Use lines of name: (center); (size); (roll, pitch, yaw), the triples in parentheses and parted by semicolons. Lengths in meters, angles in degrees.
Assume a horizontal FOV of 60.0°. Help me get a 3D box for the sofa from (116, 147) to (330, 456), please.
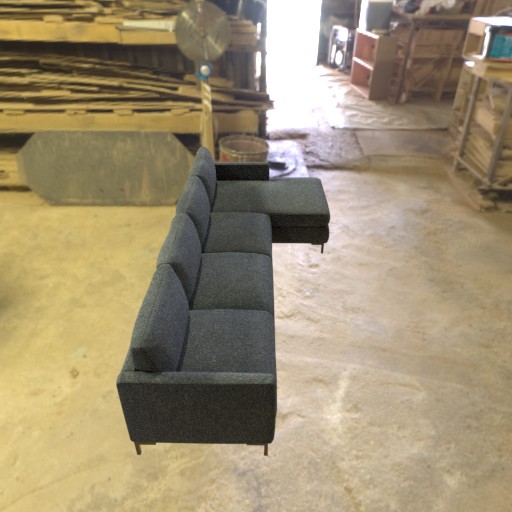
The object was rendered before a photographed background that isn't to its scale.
sofa: (0.000, 0.000, 3.464); (1.350, 0.810, 2.932); (0, 34, 1)
